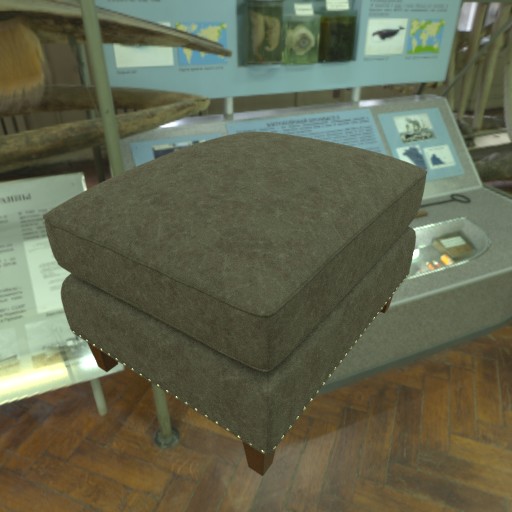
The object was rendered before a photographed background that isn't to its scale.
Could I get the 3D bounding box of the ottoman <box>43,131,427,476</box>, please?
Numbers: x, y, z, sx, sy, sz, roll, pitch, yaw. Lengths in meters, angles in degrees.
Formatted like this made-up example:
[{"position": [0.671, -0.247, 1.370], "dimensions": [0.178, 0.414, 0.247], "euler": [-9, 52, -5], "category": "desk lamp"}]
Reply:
[{"position": [0.000, 0.000, 1.107], "dimensions": [0.584, 0.513, 0.741], "euler": [20, 36, 30], "category": "ottoman"}]
